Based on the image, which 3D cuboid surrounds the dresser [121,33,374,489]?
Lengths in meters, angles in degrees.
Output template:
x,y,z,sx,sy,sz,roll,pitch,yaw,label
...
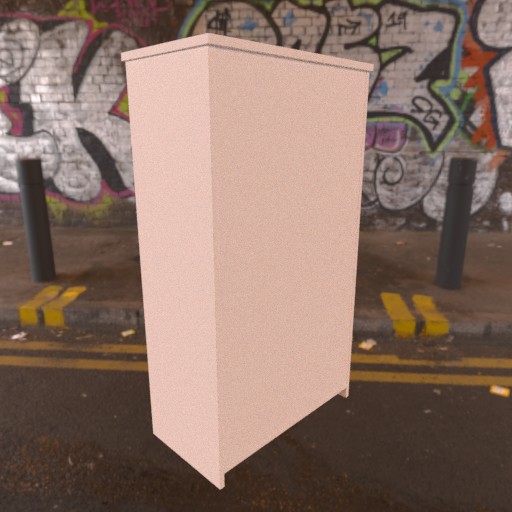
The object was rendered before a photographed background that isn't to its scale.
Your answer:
x,y,z,sx,sy,sz,roll,pitch,yaw,label
0.000,0.000,1.532,0.399,1.255,0.704,15,22,43,dresser
